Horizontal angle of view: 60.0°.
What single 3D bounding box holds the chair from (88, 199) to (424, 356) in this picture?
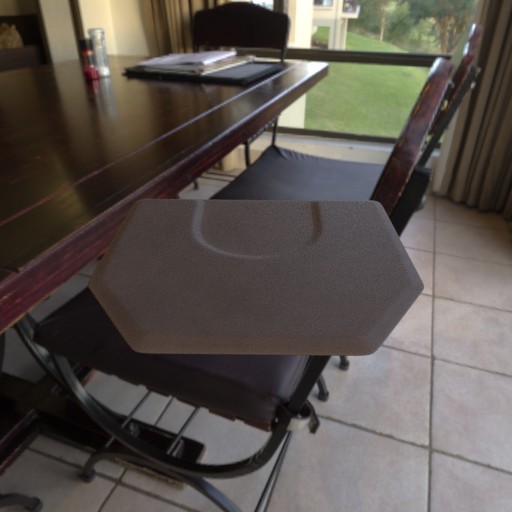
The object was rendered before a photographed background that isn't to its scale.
[{"bbox_3d":[0.000,0.000,1.979,1.372,0.024,1.219,0,32,1],"label":"chair"}]
